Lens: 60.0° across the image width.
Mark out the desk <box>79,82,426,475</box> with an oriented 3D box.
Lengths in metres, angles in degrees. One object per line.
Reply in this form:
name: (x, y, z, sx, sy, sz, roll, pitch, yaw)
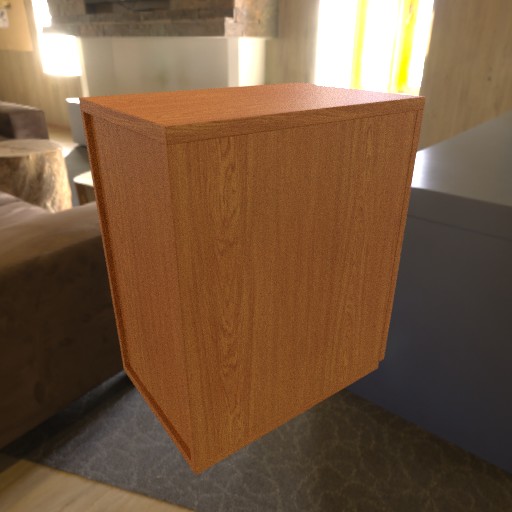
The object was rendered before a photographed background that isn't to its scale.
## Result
desk: (0.000, 0.000, 1.074, 0.600, 0.730, 0.404, -18, 31, -32)
